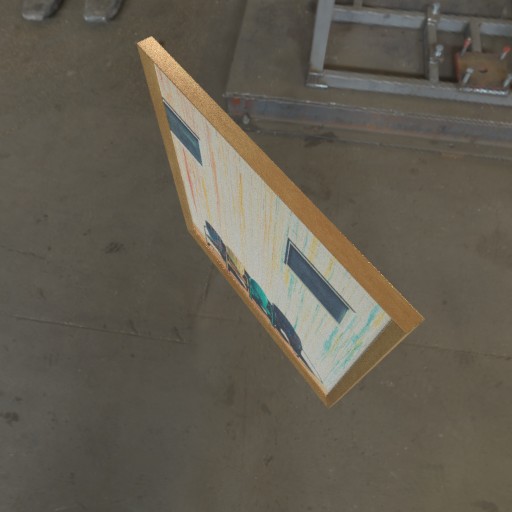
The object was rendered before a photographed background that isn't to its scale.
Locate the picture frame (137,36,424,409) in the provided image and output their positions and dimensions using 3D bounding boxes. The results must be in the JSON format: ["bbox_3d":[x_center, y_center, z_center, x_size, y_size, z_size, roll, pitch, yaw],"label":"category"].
[{"bbox_3d":[0.000,0.000,1.108,0.037,0.761,0.758,-34,68,-16],"label":"picture frame"}]
